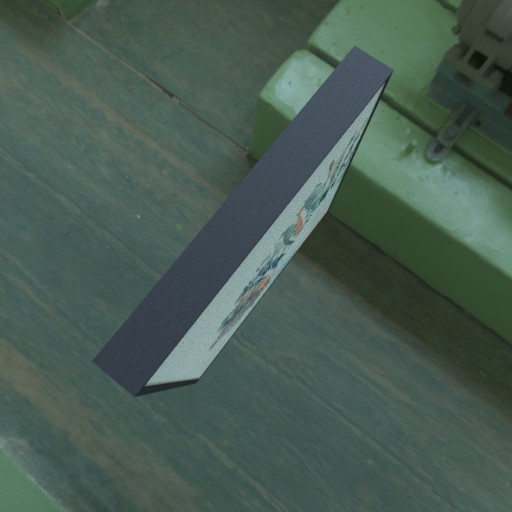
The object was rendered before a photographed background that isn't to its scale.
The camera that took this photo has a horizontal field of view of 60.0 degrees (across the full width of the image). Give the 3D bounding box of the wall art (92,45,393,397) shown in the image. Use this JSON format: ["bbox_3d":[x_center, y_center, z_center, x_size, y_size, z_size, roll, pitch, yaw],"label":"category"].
[{"bbox_3d":[0.000,0.000,0.459,0.036,0.300,0.302,36,78,9],"label":"wall art"}]
